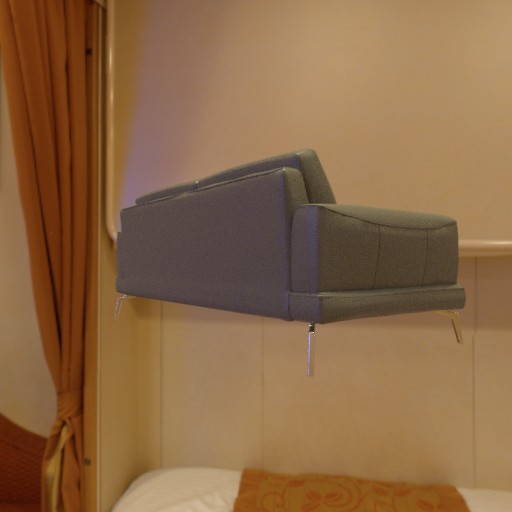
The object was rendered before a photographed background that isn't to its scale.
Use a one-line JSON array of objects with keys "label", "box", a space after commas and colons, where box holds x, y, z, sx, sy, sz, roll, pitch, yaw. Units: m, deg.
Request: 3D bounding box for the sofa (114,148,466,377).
[{"label": "sofa", "box": [0.000, 0.000, 2.802, 1.121, 0.930, 2.177, 0, -1, -37]}]
